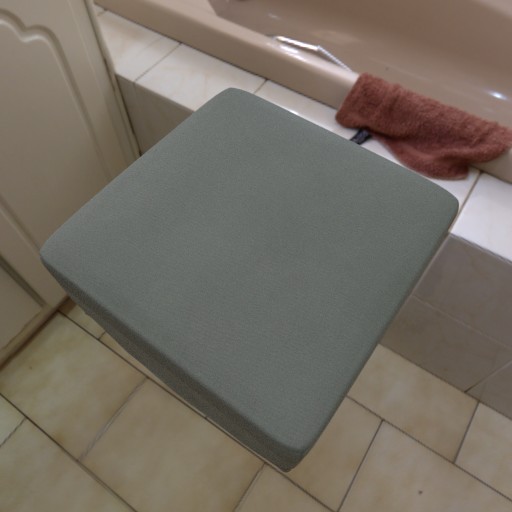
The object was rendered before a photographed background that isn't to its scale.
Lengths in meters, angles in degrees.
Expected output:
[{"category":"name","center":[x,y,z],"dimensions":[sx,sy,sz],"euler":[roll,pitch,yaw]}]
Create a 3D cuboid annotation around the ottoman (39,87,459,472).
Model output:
[{"category":"ottoman","center":[0.000,0.000,1.315],"dimensions":[0.843,0.441,0.842],"euler":[32,64,18]}]
